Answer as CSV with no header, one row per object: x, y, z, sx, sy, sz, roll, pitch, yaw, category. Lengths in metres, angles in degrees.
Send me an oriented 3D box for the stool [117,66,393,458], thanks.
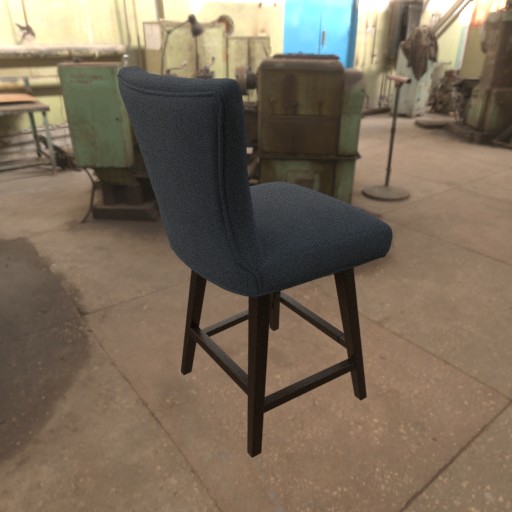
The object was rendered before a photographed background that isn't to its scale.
0.000,0.000,1.275,0.574,1.000,0.514,-18,31,-31,stool
